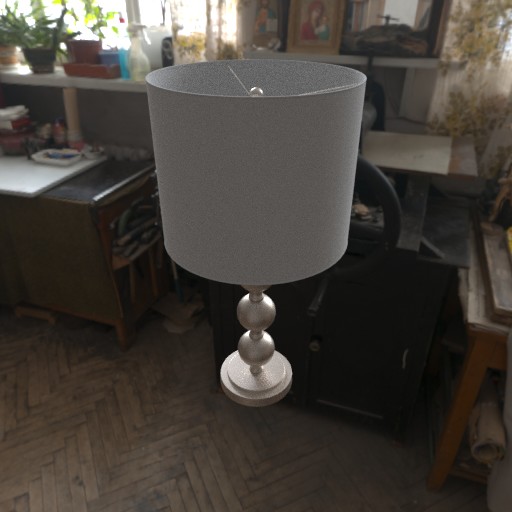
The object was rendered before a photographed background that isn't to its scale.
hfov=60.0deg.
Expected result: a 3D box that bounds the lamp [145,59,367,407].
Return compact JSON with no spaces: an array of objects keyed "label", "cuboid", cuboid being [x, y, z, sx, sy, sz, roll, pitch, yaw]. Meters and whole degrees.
[{"label":"lamp","cuboid":[0.000,0.000,0.700,0.277,0.538,0.277,-10,33,-17]}]
